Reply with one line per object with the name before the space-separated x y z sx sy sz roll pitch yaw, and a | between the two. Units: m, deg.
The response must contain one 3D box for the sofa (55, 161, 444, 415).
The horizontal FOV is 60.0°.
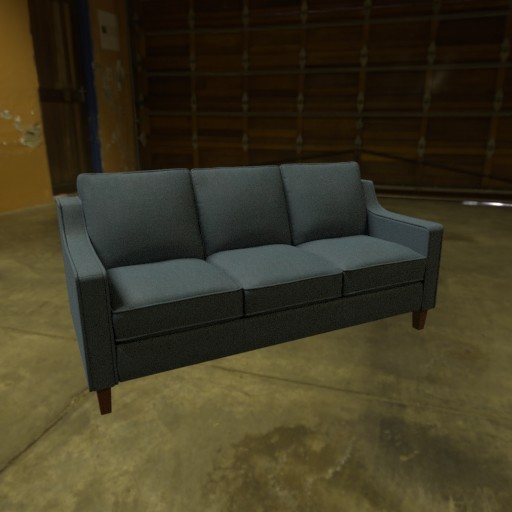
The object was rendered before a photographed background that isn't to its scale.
sofa | 0.000 0.000 2.535 1.986 0.974 0.911 -8 18 -25
